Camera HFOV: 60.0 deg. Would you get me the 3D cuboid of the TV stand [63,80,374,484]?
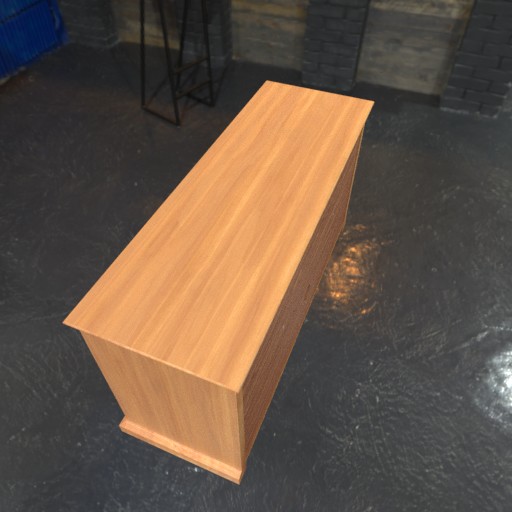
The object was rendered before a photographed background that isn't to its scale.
[{"bbox_3d":[0.000,0.000,1.477,0.417,0.607,1.181,17,50,15],"label":"TV stand"}]
